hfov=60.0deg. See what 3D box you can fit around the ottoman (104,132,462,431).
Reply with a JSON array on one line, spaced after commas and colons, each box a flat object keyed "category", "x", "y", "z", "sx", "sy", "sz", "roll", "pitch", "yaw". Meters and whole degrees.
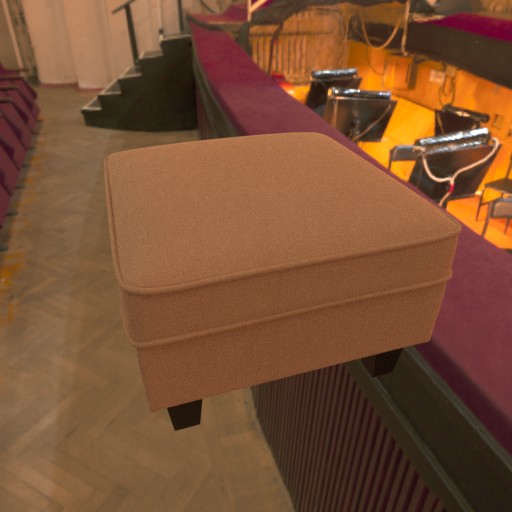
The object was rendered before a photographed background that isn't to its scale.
[{"category": "ottoman", "x": 0.000, "y": 0.000, "z": 1.032, "sx": 0.613, "sy": 0.438, "sz": 0.616, "roll": -10, "pitch": 34, "yaw": -15}]
